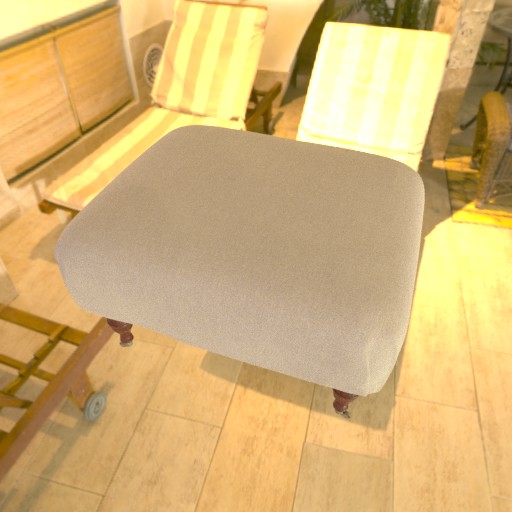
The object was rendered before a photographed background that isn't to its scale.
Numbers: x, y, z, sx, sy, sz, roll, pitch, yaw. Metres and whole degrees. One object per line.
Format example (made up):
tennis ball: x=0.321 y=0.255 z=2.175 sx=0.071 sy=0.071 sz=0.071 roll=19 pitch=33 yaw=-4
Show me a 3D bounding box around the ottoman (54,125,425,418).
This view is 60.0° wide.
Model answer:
ottoman: x=0.000 y=0.000 z=1.126 sx=0.746 sy=0.450 sz=0.622 roll=14 pitch=44 yaw=15
